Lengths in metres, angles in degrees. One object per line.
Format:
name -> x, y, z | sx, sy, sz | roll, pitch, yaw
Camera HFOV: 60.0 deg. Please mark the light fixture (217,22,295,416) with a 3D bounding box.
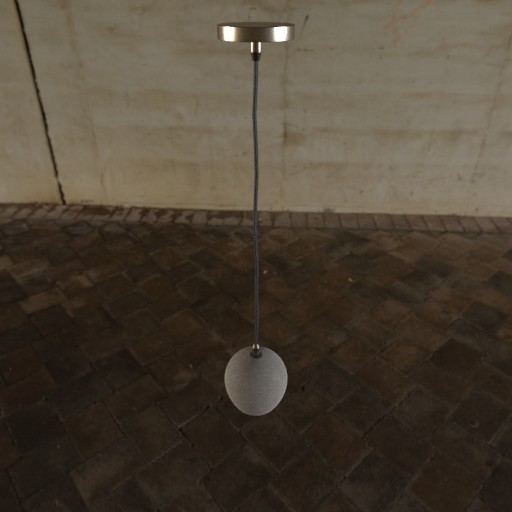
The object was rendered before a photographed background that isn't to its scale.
light fixture -> 0.000, 0.000, 0.823 | 0.139, 0.764, 0.139 | 21, 37, 30
